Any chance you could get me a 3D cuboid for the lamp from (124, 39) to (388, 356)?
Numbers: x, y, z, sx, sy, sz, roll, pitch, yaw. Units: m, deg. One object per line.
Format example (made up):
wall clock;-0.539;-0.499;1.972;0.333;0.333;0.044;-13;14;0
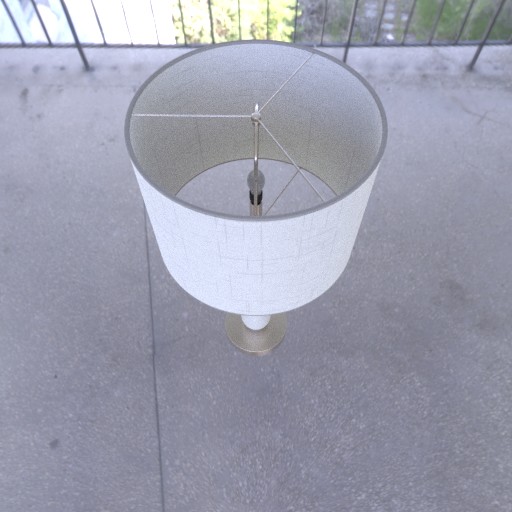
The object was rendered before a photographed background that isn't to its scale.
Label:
lamp;0.000;0.000;0.708;0.280;0.559;0.282;1;57;1
